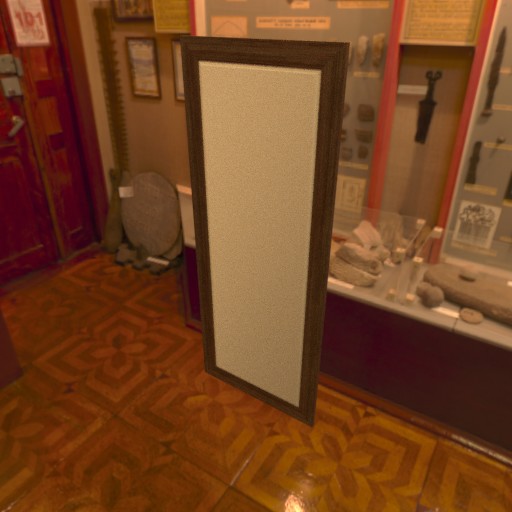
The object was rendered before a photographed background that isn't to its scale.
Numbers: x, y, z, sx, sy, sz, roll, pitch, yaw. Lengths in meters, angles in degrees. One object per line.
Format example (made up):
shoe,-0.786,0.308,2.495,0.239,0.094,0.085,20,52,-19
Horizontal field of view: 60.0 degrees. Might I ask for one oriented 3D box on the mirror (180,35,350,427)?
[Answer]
mirror,0.000,0.000,2.304,0.812,2.032,0.025,18,34,29
